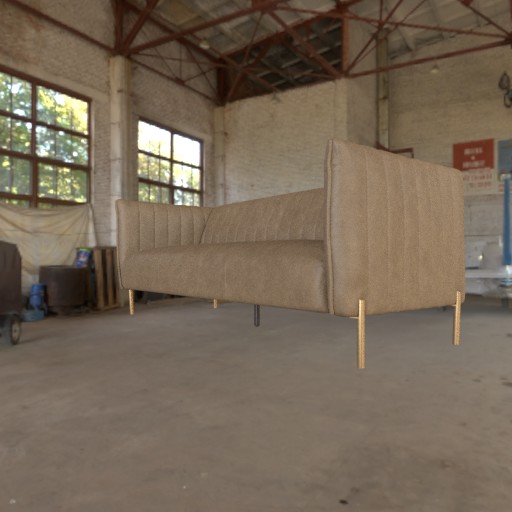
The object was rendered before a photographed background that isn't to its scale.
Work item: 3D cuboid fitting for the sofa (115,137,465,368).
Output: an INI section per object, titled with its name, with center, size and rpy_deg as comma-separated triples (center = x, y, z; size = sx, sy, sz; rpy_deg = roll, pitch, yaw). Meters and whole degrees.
[sofa]
center = 0.000, 0.000, 2.443
size = 0.876, 0.779, 1.980
rpy_deg = 0, -1, -39
